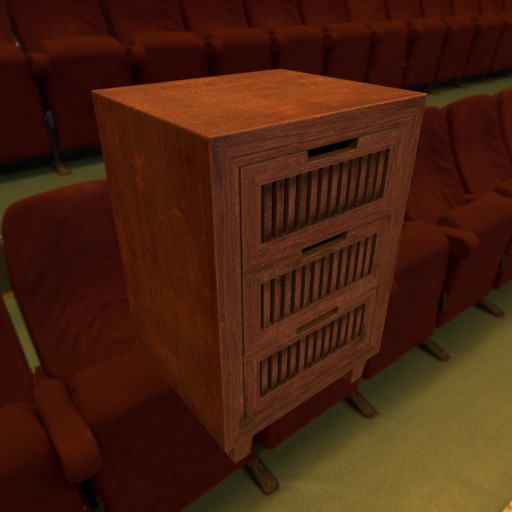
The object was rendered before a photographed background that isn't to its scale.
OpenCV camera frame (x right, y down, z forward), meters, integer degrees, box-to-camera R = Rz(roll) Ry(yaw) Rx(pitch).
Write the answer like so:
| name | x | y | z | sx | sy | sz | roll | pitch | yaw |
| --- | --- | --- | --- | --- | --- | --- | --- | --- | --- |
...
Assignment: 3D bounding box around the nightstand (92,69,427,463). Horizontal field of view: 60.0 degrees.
| name | x | y | z | sx | sy | sz | roll | pitch | yaw |
| --- | --- | --- | --- | --- | --- | --- | --- | --- | --- |
| nightstand | 0.000 | 0.000 | 0.986 | 0.465 | 0.695 | 0.410 | -22 | 37 | -32 |
